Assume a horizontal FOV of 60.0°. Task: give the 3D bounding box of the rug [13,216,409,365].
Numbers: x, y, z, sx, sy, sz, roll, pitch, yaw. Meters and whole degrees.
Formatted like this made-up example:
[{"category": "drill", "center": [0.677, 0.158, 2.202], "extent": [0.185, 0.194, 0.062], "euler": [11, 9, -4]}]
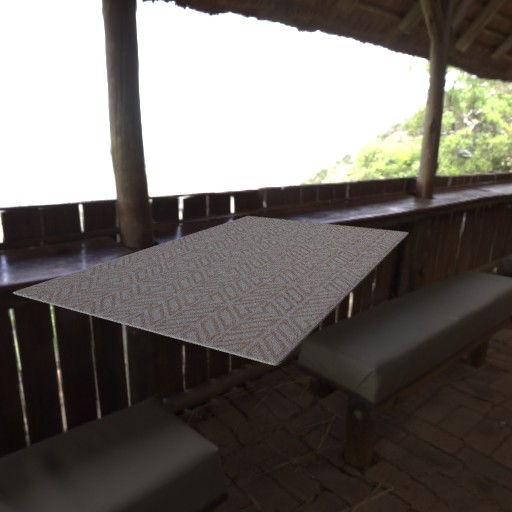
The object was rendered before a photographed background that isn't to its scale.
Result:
[{"category": "rug", "center": [0.000, 0.000, 2.950], "extent": [1.523, 0.008, 2.438], "euler": [9, 18, 28]}]
